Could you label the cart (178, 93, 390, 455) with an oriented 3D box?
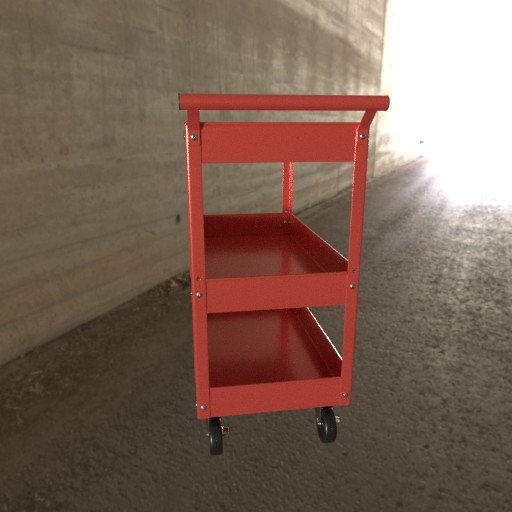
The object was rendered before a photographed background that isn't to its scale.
[{"bbox_3d":[0.000,0.000,1.197,0.366,0.780,0.719,-2,17,-8],"label":"cart"}]
